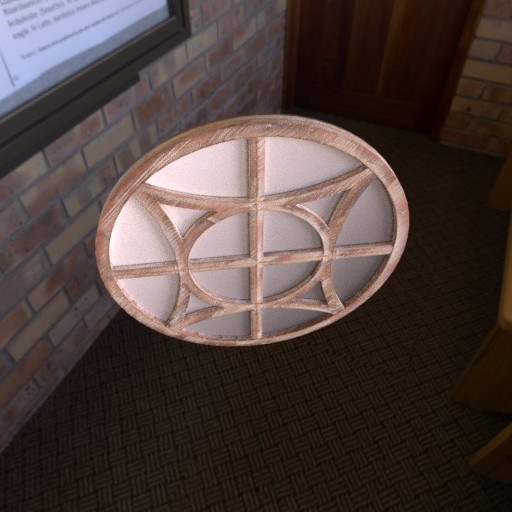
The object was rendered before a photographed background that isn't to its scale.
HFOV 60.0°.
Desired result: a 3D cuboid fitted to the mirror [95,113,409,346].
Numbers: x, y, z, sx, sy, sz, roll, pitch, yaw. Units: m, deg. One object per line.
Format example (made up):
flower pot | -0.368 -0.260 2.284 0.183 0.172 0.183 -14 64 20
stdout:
mirror | 0.000 0.000 1.042 0.710 0.710 0.038 -5 47 -5
